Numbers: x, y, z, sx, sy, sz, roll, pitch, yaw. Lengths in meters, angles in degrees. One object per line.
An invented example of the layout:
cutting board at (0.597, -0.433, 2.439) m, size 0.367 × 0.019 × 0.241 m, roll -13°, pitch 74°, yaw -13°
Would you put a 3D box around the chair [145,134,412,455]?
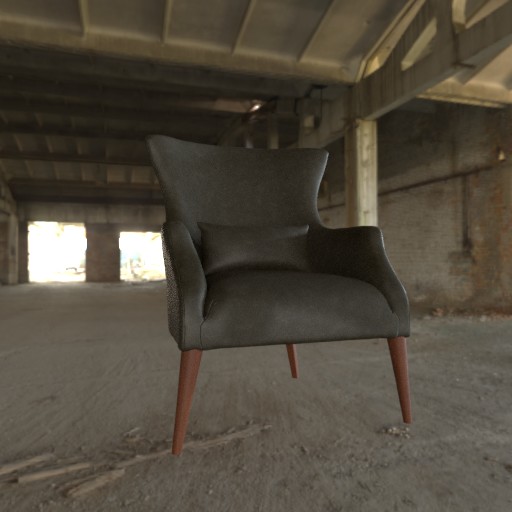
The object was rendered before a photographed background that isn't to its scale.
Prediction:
chair at (0.000, 0.000, 1.727) m, size 0.819 × 1.068 × 0.954 m, roll 0°, pitch -1°, yaw -18°
